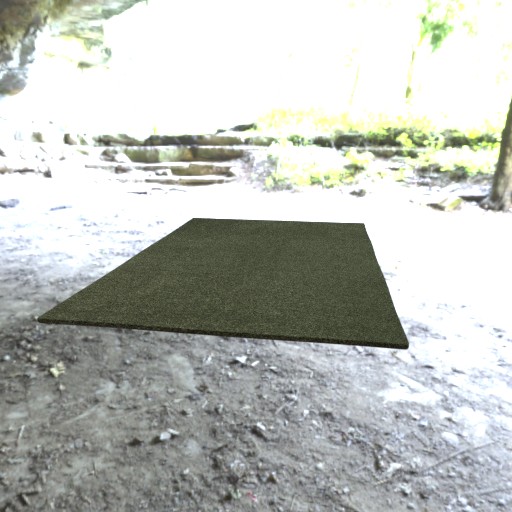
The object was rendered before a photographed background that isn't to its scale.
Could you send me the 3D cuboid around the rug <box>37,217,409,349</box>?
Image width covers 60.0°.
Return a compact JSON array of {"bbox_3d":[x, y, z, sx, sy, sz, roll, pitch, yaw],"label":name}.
[{"bbox_3d":[0.000,0.000,3.366,1.802,0.026,2.699,3,16,9],"label":"rug"}]
